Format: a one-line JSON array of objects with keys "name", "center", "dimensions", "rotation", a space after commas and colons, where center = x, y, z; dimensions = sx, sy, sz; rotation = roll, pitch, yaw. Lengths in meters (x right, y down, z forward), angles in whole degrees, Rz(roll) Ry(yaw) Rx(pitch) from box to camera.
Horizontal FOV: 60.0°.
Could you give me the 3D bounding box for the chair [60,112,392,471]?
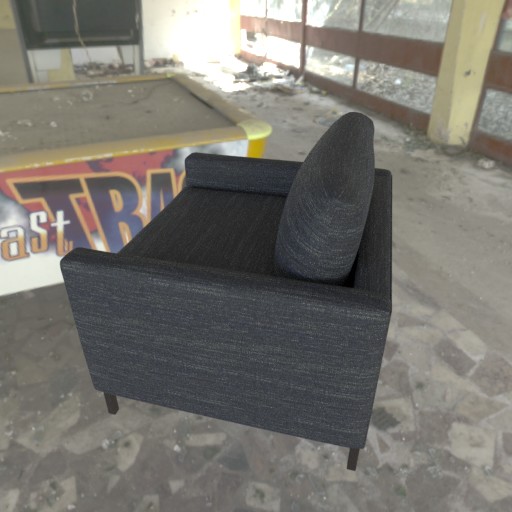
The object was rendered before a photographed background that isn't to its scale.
[{"name": "chair", "center": [0.000, 0.000, 1.547], "dimensions": [0.866, 0.861, 0.963], "rotation": [8, 32, 13]}]
